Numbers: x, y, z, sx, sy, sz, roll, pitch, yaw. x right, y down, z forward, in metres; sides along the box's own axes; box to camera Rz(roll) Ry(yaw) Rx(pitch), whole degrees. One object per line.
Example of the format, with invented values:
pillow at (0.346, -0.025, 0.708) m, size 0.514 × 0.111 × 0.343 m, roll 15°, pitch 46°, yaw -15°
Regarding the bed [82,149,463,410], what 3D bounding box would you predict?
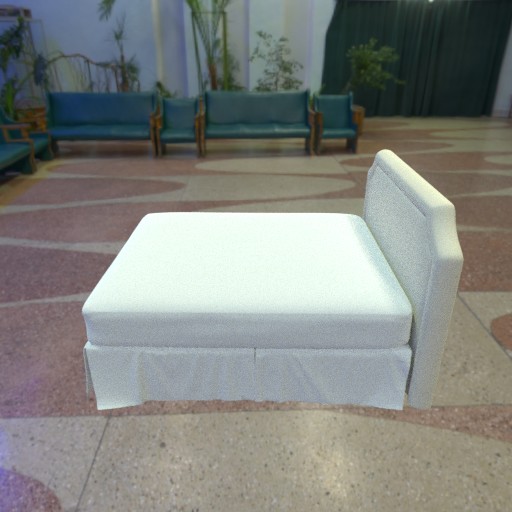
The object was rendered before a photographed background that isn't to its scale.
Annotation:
bed at (0.000, 0.000, 3.297) m, size 2.209 × 1.296 × 1.827 m, roll 0°, pitch 26°, yaw 1°
